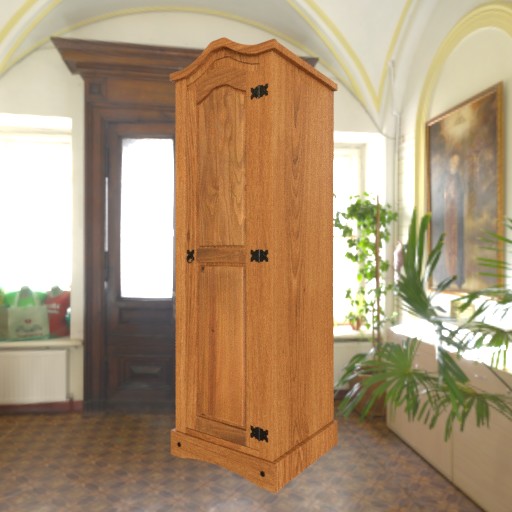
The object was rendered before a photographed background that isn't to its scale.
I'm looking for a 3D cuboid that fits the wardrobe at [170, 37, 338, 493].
[{"bbox_3d":[0.000,0.000,2.145,0.590,1.870,0.570,0,0,36],"label":"wardrobe"}]
